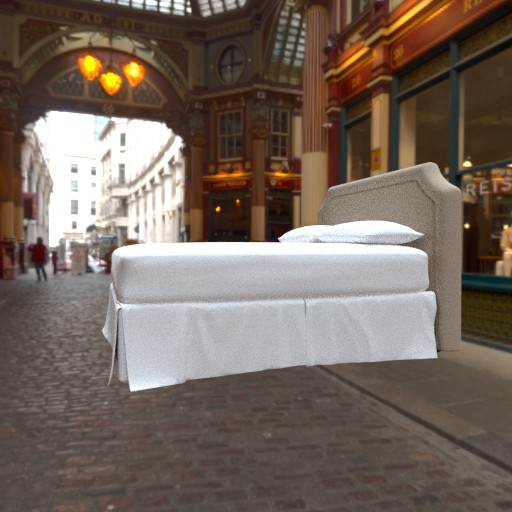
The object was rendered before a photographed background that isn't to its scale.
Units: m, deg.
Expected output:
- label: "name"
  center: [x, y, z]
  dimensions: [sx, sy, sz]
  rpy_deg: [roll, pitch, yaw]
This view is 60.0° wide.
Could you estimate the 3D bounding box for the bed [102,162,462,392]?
- label: "bed"
  center: [0.000, 0.000, 3.346]
  dimensions: [2.204, 1.301, 1.828]
  rpy_deg: [0, 1, -19]
